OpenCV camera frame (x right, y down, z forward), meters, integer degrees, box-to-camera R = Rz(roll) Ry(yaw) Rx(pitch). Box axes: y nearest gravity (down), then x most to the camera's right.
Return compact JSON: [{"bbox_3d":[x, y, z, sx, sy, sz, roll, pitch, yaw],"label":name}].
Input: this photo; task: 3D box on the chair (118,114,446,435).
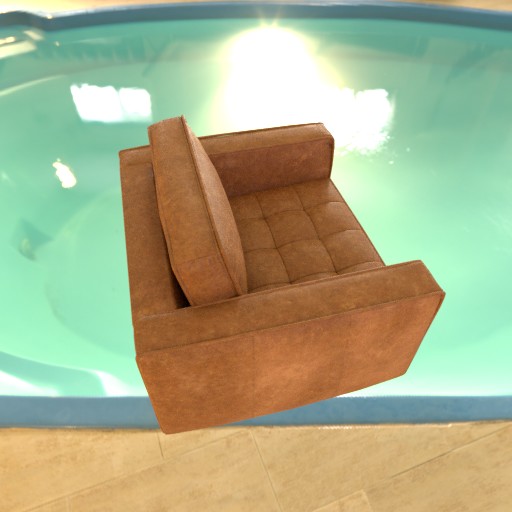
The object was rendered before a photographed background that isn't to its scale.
[{"bbox_3d":[0.000,0.000,1.496,0.798,0.767,0.928,-11,47,-10],"label":"chair"}]
